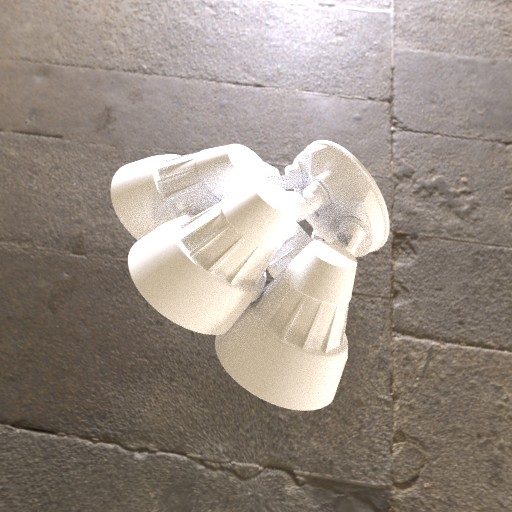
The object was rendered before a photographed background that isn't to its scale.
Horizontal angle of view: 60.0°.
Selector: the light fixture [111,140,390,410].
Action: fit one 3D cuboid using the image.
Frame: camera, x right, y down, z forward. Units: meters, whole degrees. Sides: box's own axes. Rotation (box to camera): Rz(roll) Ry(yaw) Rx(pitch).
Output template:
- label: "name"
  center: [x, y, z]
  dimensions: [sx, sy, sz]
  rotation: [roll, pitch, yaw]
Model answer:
- label: "light fixture"
  center: [0.000, 0.000, 0.536]
  dimensions: [0.278, 0.237, 0.369]
  rotation: [-33, 67, -16]
